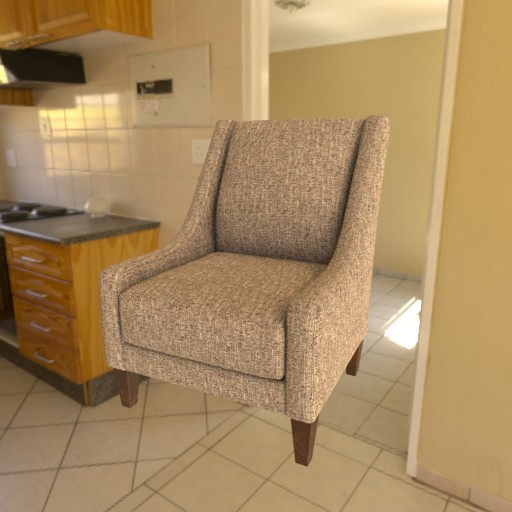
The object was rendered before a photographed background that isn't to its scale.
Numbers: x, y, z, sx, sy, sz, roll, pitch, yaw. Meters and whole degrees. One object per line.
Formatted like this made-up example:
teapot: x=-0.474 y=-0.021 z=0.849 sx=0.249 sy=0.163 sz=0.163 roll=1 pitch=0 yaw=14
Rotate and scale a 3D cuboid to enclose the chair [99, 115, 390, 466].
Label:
chair: x=0.000 y=0.000 z=1.637 sx=0.774 sy=1.014 sz=0.870 roll=7 pitch=16 yaw=25
